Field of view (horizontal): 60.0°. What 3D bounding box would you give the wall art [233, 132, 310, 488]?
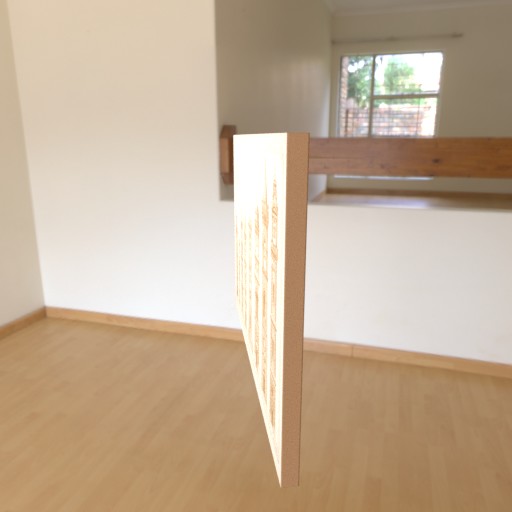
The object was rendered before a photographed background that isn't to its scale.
[{"bbox_3d":[0.000,0.000,1.148,0.033,0.608,0.915,-2,15,-7],"label":"wall art"}]
